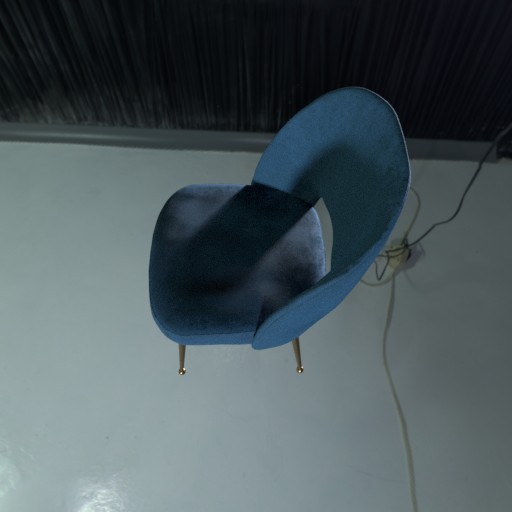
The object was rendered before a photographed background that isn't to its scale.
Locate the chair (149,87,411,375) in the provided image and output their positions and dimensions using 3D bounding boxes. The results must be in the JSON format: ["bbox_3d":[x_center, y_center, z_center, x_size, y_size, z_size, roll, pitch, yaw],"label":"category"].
[{"bbox_3d":[0.000,0.000,1.217,0.577,0.860,0.527,-1,59,0],"label":"chair"}]
